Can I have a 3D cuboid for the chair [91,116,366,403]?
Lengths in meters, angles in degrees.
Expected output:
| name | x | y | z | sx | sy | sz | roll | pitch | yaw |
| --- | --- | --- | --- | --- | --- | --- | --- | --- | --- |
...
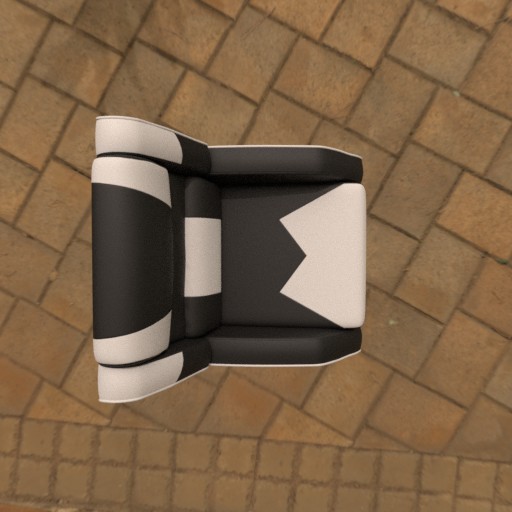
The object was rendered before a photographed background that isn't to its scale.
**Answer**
| name | x | y | z | sx | sy | sz | roll | pitch | yaw |
| --- | --- | --- | --- | --- | --- | --- | --- | --- | --- |
| chair | 0.000 | 0.000 | 1.288 | 0.672 | 0.805 | 0.620 | 0 | 92 | 1 |
